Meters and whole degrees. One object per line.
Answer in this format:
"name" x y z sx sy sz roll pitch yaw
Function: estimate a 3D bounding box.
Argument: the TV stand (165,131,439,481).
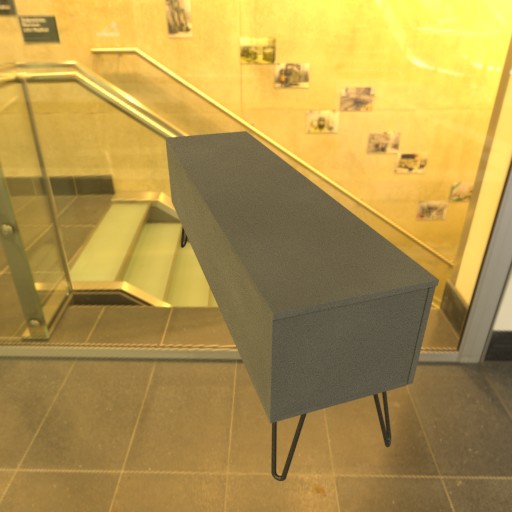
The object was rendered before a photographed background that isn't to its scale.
"TV stand" 0.000 0.000 1.629 0.400 0.560 1.400 -9 31 -16
